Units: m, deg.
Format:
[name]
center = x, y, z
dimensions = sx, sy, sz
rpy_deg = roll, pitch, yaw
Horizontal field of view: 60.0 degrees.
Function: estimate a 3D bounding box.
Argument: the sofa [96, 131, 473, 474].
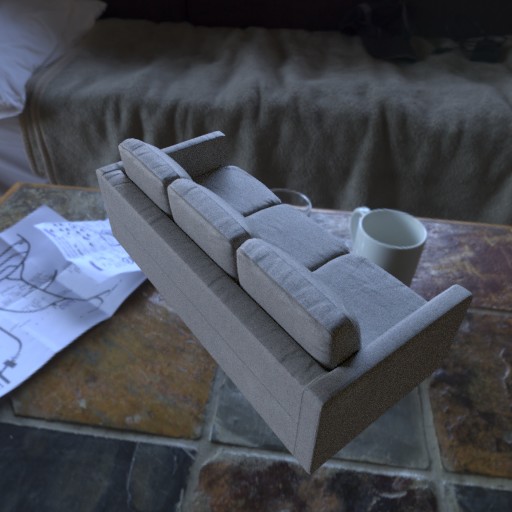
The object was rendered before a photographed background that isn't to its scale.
[sofa]
center = 0.000, 0.000, 2.450
dimensions = 0.944, 0.918, 1.983
rpy_deg = -26, 47, -27
